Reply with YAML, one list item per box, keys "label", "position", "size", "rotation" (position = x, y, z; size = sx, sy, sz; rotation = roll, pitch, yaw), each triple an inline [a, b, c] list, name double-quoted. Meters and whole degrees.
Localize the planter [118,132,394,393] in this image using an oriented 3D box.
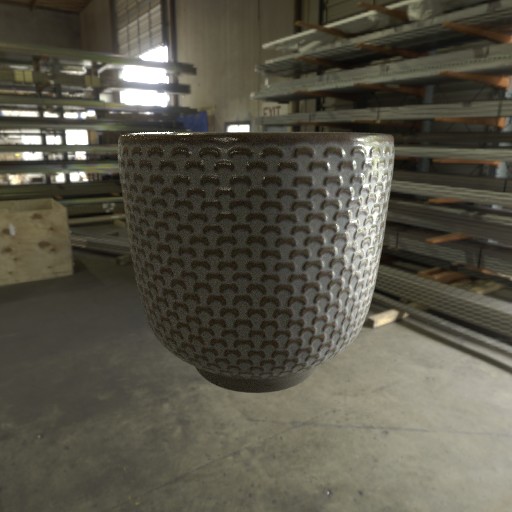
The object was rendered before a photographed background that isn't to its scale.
- label: "planter"
  position: [0.000, 0.000, 0.246]
  size: [0.139, 0.130, 0.139]
  rotation: [0, 14, 0]
